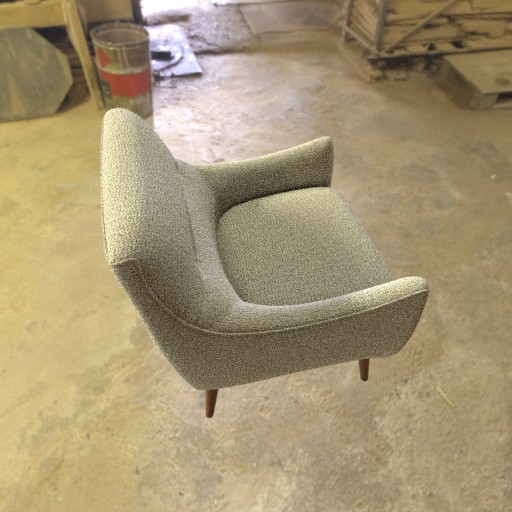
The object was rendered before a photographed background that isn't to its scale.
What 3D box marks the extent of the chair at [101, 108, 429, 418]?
[{"bbox_3d":[0.000,0.000,1.424,0.787,0.838,0.762,-10,48,-9],"label":"chair"}]
